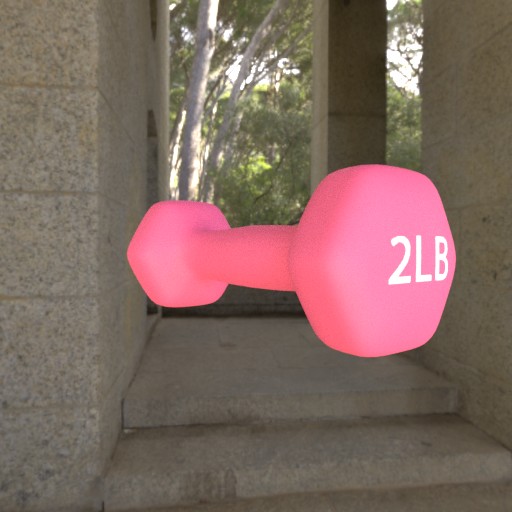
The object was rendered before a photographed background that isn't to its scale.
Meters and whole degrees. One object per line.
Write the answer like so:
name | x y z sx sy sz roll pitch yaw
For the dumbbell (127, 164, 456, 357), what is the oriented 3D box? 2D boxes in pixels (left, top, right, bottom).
dumbbell | 0.000 0.000 0.176 0.058 0.053 0.146 -1 2 -36
